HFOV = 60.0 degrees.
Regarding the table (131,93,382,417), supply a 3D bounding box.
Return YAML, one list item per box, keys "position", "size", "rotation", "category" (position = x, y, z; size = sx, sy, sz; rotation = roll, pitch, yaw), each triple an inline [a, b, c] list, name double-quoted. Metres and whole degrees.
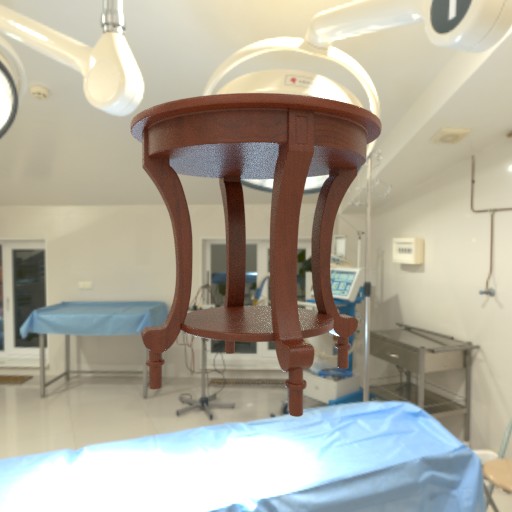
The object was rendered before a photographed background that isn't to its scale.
- position: [0.000, 0.000, 1.107]
  size: [0.597, 0.612, 0.597]
  rotation: [0, 2, 0]
  category: "table"
